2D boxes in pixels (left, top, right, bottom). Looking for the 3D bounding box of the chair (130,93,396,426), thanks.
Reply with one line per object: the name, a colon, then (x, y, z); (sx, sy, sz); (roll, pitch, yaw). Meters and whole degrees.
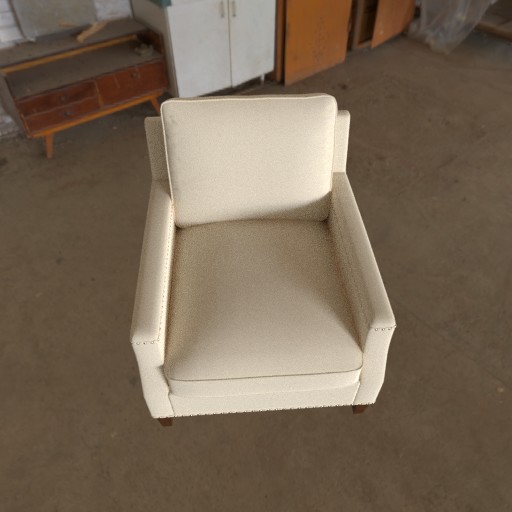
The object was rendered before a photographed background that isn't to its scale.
chair: (0.000, 0.000, 1.738); (0.853, 0.943, 1.014); (-3, 47, -3)
